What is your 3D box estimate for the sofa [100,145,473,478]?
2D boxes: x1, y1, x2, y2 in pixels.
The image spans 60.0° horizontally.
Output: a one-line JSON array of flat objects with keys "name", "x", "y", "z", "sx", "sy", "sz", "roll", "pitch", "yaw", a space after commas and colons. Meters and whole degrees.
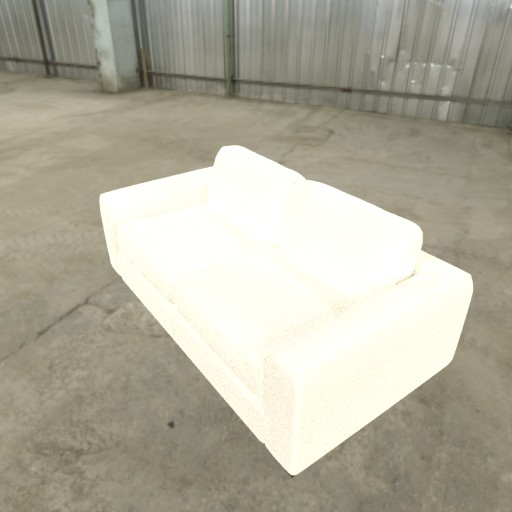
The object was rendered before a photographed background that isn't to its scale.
[{"name": "sofa", "x": 0.000, "y": 0.000, "z": 2.436, "sx": 1.069, "sy": 0.801, "sz": 1.920, "roll": -21, "pitch": 37, "yaw": -30}]
